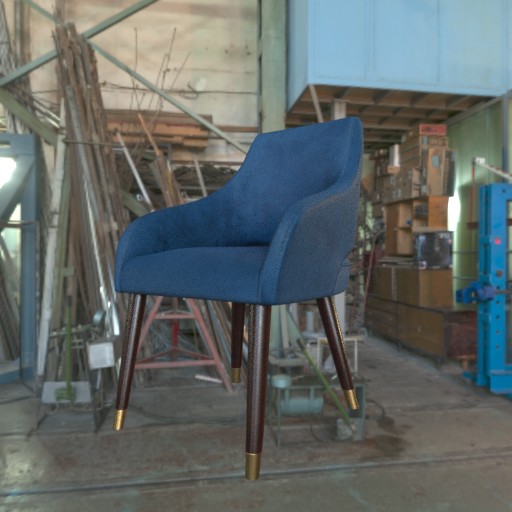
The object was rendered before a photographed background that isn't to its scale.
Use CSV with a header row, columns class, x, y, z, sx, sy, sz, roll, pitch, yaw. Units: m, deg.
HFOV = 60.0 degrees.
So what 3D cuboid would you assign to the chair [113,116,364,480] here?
class,x,y,z,sx,sy,sz,roll,pitch,yaw
chair,0.000,0.000,1.547,0.683,1.081,0.794,0,1,36
